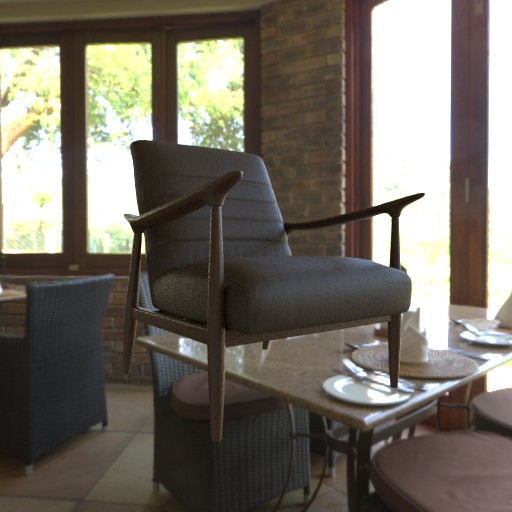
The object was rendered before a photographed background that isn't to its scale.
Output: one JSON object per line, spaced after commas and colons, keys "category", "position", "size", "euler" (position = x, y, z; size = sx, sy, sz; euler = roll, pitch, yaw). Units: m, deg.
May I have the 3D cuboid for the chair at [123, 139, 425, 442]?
{"category": "chair", "position": [0.000, 0.000, 1.446], "size": [0.741, 0.831, 0.798], "euler": [-1, 2, -36]}
